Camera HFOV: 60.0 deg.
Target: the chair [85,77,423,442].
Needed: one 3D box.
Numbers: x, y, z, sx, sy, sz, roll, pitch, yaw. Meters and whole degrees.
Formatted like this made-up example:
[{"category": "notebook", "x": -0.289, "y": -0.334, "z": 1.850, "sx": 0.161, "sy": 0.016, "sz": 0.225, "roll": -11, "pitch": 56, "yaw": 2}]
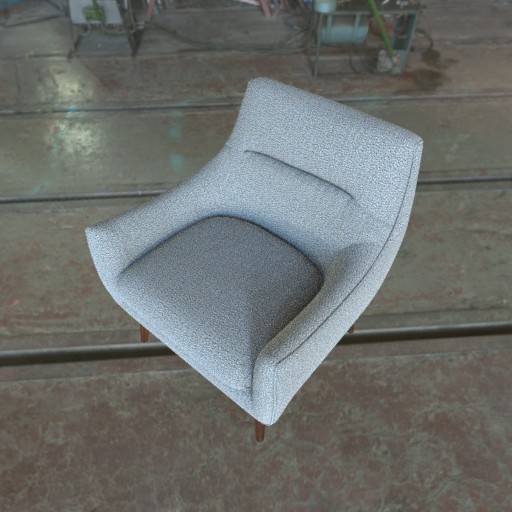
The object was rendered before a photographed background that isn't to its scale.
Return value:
[{"category": "chair", "x": 0.000, "y": 0.000, "z": 1.475, "sx": 0.762, "sy": 0.838, "sz": 0.787, "roll": 32, "pitch": 54, "yaw": 27}]
